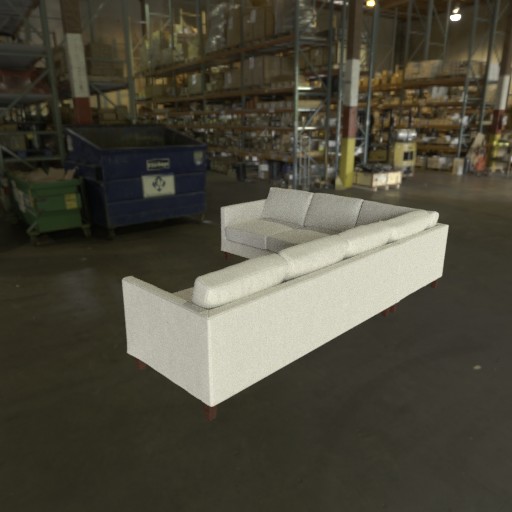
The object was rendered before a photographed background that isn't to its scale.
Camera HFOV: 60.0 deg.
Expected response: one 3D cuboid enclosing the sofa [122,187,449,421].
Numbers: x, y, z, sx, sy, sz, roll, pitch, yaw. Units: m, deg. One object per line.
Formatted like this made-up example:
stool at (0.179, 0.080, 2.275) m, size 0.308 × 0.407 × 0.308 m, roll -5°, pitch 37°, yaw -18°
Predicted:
sofa at (0.000, 0.000, 4.324) m, size 2.432 × 0.863 × 3.182 m, roll 16°, pitch 23°, yaw 43°
